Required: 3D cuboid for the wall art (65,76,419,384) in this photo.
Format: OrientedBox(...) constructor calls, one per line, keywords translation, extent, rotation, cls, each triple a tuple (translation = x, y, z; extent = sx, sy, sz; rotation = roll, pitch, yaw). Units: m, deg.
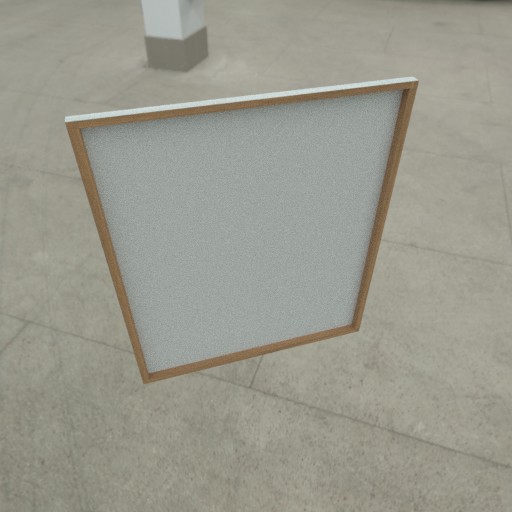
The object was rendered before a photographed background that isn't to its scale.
OrientedBox(translation=(0.000, 0.000, 0.977), extent=(0.609, 0.710, 0.021), rotation=(-11, 43, -12), cls="wall art")
